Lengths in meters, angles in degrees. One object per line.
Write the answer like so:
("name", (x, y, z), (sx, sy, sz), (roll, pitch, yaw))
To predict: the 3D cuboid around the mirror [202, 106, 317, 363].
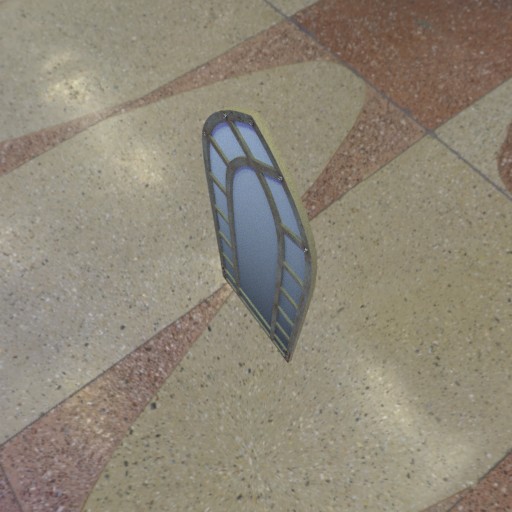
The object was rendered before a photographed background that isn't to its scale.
("mirror", (0.000, 0.000, 1.318), (0.025, 1.175, 0.464), (-33, 69, -15))
